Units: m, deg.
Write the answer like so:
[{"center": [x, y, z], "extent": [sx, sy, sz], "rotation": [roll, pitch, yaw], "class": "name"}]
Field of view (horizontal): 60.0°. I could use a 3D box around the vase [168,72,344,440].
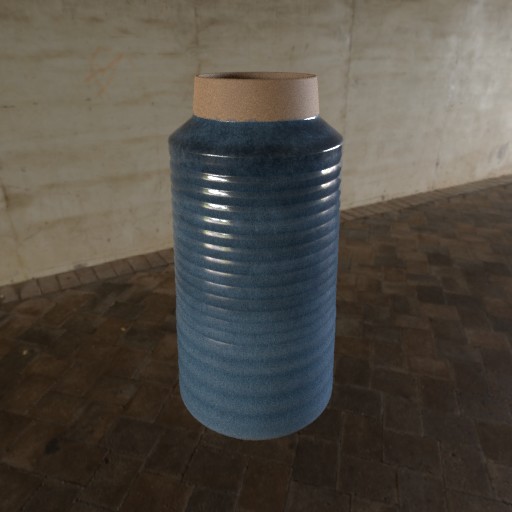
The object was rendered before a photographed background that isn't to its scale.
[{"center": [0.000, 0.000, 0.417], "extent": [0.163, 0.316, 0.163], "rotation": [0, 25, 0], "class": "vase"}]
